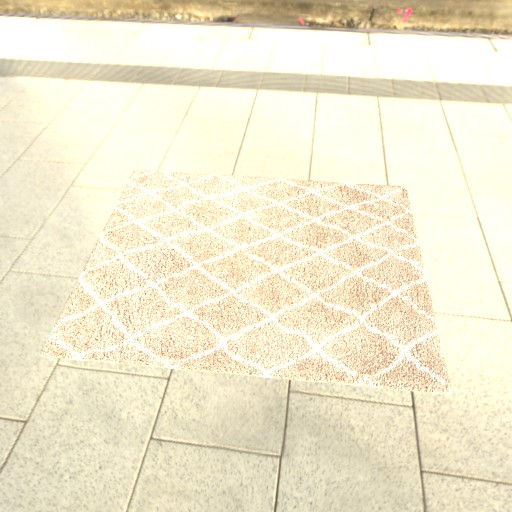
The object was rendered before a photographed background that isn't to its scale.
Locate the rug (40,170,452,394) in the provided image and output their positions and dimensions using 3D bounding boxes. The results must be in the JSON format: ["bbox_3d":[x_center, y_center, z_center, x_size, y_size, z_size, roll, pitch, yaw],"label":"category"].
[{"bbox_3d":[0.000,0.000,4.086,3.047,0.029,2.438,4,46,4],"label":"rug"}]
